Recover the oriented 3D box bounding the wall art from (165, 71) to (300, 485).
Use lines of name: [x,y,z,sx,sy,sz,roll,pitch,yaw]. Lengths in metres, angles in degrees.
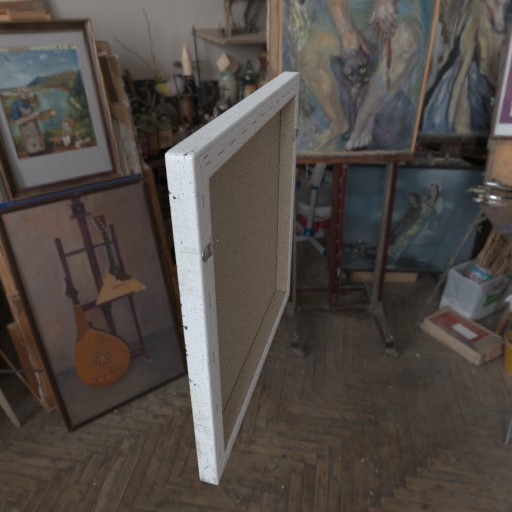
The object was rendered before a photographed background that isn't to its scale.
wall art: [0.000,0.000,0.896,0.040,0.611,0.610,8,32,14]
